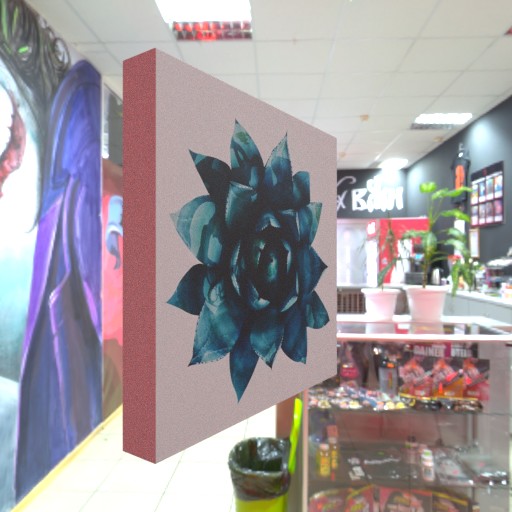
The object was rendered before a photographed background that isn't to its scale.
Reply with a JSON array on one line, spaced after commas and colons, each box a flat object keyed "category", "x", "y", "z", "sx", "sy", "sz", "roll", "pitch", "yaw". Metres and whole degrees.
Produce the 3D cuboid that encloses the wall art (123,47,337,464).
[{"category": "wall art", "x": 0.000, "y": 0.000, "z": 0.458, "sx": 0.038, "sy": 0.305, "sz": 0.305, "roll": 0, "pitch": 0, "yaw": 36}]
